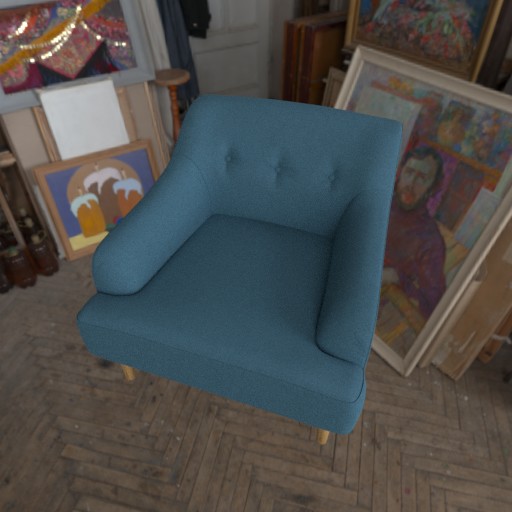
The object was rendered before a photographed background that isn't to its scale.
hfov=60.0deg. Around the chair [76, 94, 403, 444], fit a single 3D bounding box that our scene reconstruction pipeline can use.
[{"bbox_3d":[0.000,0.000,1.622,0.946,0.818,0.951,13,42,15],"label":"chair"}]
